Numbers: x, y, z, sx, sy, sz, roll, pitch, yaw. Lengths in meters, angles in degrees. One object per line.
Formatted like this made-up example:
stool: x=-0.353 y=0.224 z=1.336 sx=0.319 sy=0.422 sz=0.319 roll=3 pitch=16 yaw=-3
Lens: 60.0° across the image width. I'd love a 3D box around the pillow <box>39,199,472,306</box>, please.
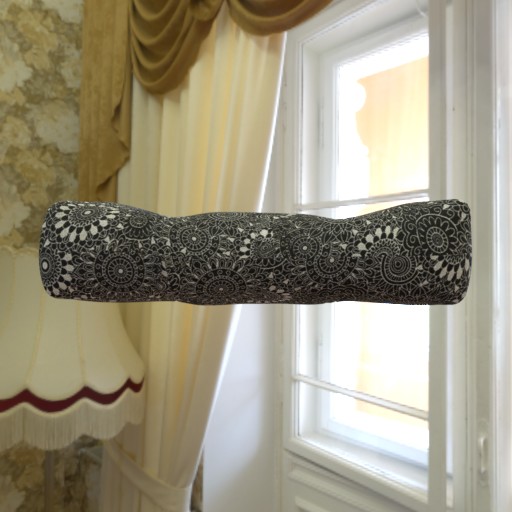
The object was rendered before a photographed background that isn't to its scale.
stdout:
pillow: x=0.000 y=0.000 z=0.702 sx=0.490 sy=0.128 sz=0.468 roll=0 pitch=-1 yaw=-1
